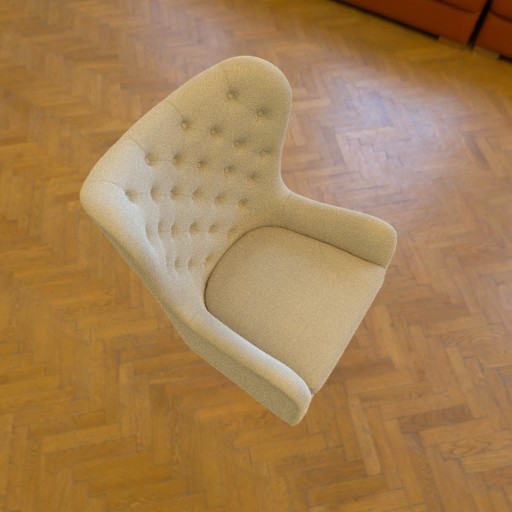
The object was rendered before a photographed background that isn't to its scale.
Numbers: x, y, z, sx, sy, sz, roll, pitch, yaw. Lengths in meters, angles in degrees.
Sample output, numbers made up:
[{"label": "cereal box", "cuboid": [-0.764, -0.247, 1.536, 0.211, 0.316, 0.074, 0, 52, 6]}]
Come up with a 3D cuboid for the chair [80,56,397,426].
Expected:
[{"label": "chair", "cuboid": [0.000, 0.000, 1.735, 0.929, 1.079, 0.831, 29, 64, 16]}]
